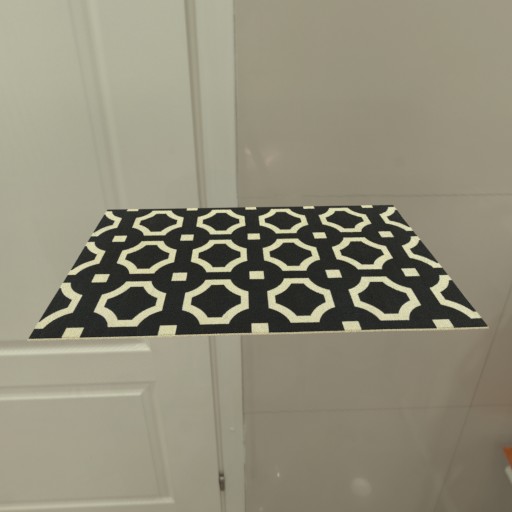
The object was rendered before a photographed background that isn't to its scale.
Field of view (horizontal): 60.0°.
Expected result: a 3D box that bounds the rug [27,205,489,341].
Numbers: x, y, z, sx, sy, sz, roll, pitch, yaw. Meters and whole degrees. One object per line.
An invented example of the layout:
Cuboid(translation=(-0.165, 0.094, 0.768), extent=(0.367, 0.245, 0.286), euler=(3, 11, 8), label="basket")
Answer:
Cuboid(translation=(0.000, 0.000, 2.862), extent=(2.286, 0.016, 1.555), euler=(-1, 30, -2), label="rug")
